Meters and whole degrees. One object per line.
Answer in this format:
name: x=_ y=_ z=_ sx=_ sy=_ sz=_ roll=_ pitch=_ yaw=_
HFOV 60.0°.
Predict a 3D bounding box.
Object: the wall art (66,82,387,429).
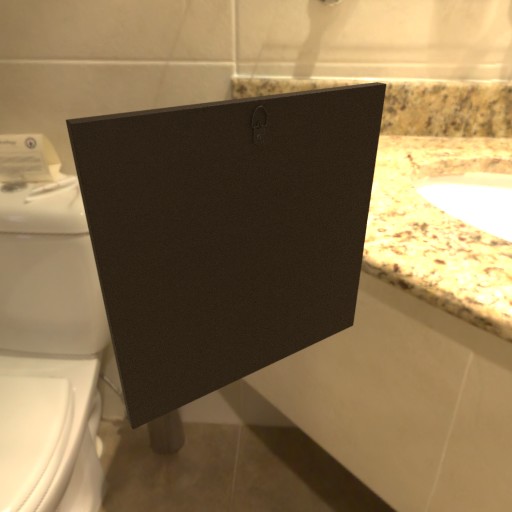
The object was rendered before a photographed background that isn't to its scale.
wall art: x=0.000 y=0.000 z=1.186 sx=0.805 sy=0.807 sz=0.043 roll=-18 pitch=34 yaw=-28
